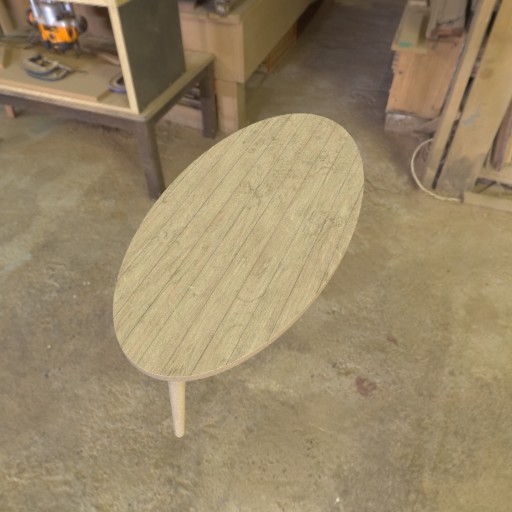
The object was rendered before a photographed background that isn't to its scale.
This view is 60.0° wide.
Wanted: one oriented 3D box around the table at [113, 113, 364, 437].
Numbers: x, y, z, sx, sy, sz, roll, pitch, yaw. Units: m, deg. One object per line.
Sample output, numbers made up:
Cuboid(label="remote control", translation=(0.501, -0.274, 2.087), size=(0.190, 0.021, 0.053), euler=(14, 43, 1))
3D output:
Cuboid(label="table", translation=(0.000, 0.000, 1.365), size=(0.542, 0.390, 1.083), euler=(18, 49, 16))
